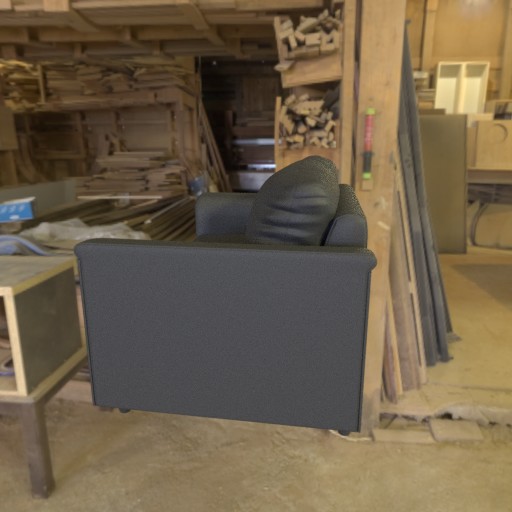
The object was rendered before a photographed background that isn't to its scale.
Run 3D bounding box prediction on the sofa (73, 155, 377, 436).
[{"bbox_3d":[0.000,0.000,1.956,0.887,0.845,1.386,2,15,9],"label":"sofa"}]
